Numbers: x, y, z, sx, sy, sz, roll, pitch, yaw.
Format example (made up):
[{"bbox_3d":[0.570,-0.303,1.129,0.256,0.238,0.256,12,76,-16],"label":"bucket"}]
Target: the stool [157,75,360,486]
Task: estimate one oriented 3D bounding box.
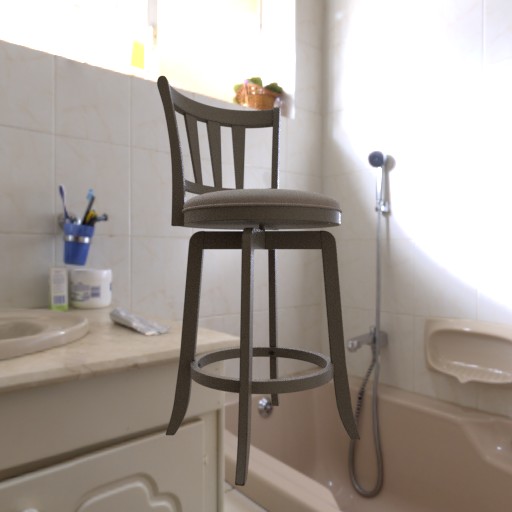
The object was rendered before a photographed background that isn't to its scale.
[{"bbox_3d":[0.000,0.000,1.241,0.450,0.994,0.486,0,1,-38],"label":"stool"}]
